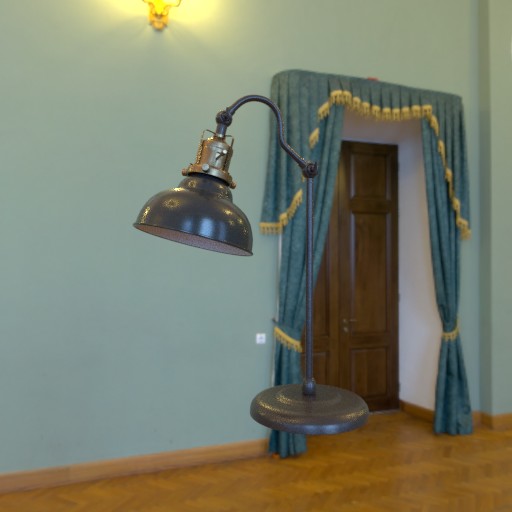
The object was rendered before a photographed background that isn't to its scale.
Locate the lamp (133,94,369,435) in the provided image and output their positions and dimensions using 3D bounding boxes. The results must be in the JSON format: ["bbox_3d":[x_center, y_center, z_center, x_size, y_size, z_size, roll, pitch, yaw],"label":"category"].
[{"bbox_3d":[0.000,0.000,0.695,0.374,0.508,0.192,0,-1,-19],"label":"lamp"}]
